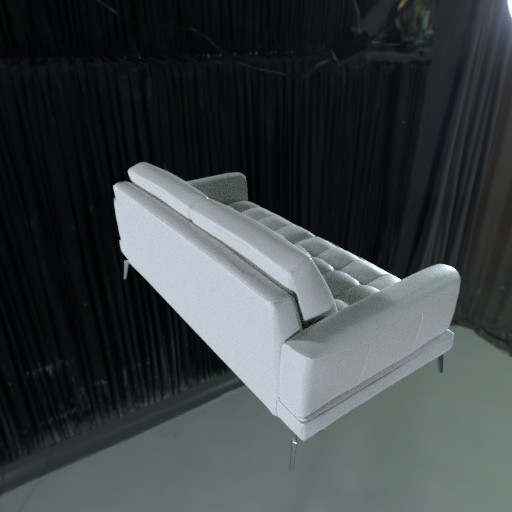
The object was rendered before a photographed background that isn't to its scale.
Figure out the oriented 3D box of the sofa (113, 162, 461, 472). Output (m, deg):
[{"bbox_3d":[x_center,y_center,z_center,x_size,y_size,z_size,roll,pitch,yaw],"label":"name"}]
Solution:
[{"bbox_3d":[0.000,0.000,2.766,1.121,0.930,2.177,-18,33,-31],"label":"sofa"}]
